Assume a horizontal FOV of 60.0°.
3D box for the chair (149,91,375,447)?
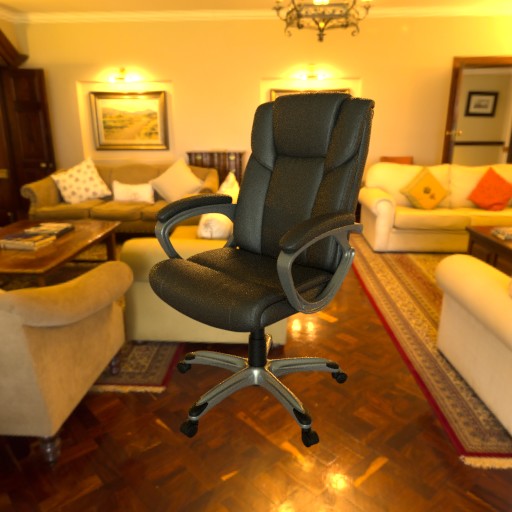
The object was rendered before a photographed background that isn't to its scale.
[{"bbox_3d":[0.000,0.000,1.586,0.721,1.130,0.719,16,23,42],"label":"chair"}]
